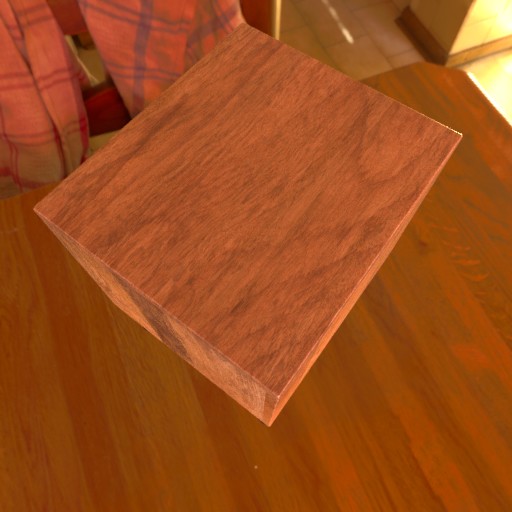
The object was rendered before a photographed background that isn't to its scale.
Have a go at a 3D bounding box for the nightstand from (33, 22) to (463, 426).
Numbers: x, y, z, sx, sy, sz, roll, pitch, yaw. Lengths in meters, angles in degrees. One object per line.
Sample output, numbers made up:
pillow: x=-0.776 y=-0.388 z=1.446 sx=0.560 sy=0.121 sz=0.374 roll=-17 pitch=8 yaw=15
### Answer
nightstand: x=0.000 y=0.000 z=0.865 sx=0.406 sy=0.559 sz=0.457 roll=34 pitch=69 yaw=15
